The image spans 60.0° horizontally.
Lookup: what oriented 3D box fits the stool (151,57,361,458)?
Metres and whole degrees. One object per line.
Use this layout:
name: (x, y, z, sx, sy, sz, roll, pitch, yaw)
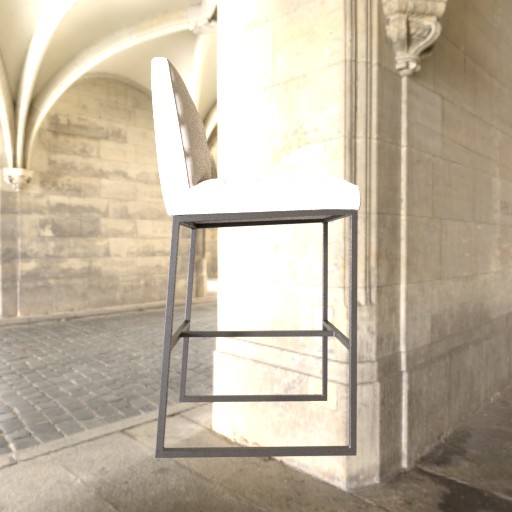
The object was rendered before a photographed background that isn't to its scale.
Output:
stool: (0.000, 0.000, 1.389, 0.573, 1.061, 0.464, 0, 1, -1)
